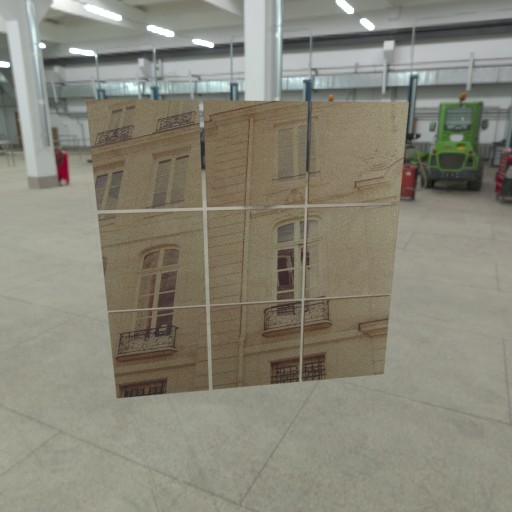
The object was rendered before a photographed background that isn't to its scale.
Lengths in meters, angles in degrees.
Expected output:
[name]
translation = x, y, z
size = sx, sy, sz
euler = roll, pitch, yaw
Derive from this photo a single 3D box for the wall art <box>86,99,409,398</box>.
[wall art]
translation = 0.000, 0.000, 1.380
size = 0.915, 0.913, 0.018
euler = -3, 17, -9
